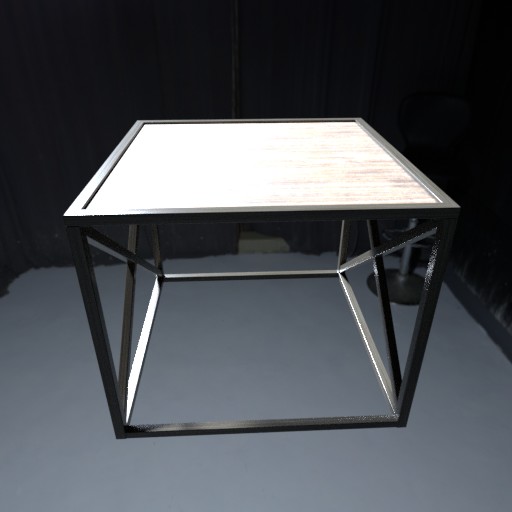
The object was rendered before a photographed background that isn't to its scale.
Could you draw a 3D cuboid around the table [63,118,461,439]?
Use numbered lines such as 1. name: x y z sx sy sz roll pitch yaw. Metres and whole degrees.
1. table: 0.000 0.000 1.066 0.609 0.507 0.611 -1 30 -2
